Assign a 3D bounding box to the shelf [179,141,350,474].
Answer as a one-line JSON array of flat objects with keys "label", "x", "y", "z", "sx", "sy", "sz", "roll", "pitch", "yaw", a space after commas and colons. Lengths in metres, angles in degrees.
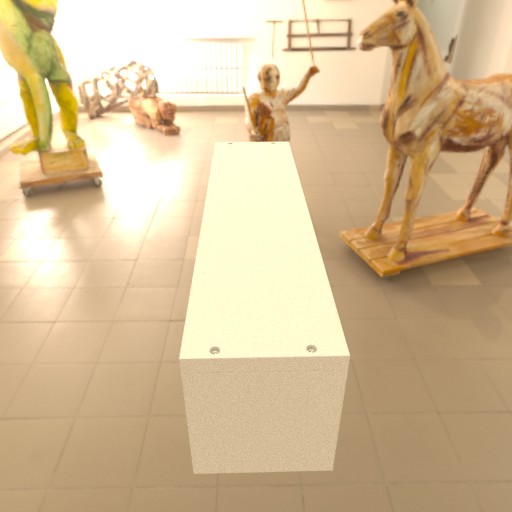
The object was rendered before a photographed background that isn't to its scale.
[{"label": "shelf", "x": 0.000, "y": 0.000, "z": 0.691, "sx": 0.150, "sy": 0.170, "sz": 0.610, "roll": -1, "pitch": 32, "yaw": -1}]
